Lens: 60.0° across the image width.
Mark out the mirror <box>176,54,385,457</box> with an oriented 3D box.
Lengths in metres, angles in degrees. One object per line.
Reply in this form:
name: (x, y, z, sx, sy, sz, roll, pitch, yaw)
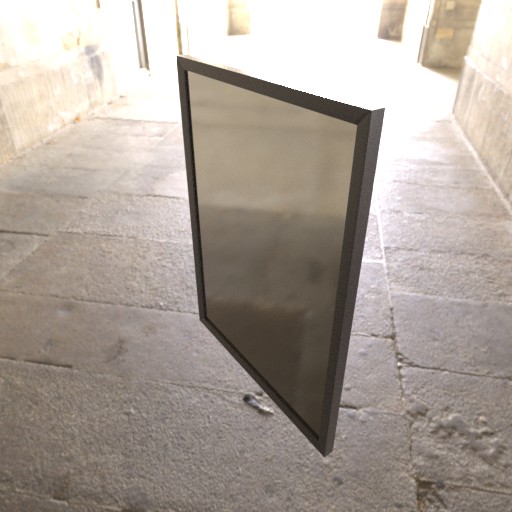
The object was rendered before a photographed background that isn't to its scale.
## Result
mirror: (0.000, 0.000, 1.322, 0.040, 1.016, 0.762, -21, 38, -29)
